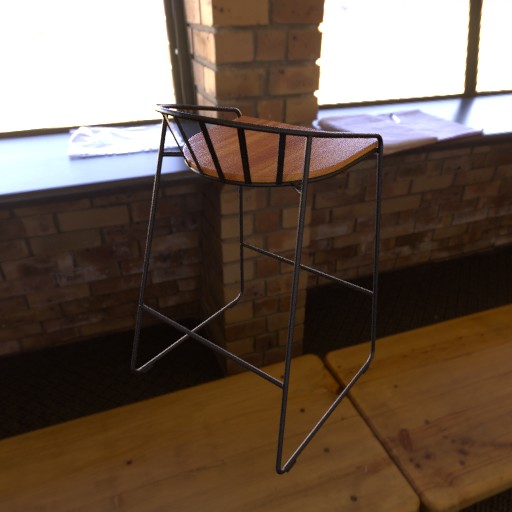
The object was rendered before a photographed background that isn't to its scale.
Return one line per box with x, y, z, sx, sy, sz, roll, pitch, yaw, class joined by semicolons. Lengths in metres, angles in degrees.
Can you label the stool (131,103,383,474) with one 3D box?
0.000;0.000;1.163;0.546;0.812;0.521;22;37;32;stool
